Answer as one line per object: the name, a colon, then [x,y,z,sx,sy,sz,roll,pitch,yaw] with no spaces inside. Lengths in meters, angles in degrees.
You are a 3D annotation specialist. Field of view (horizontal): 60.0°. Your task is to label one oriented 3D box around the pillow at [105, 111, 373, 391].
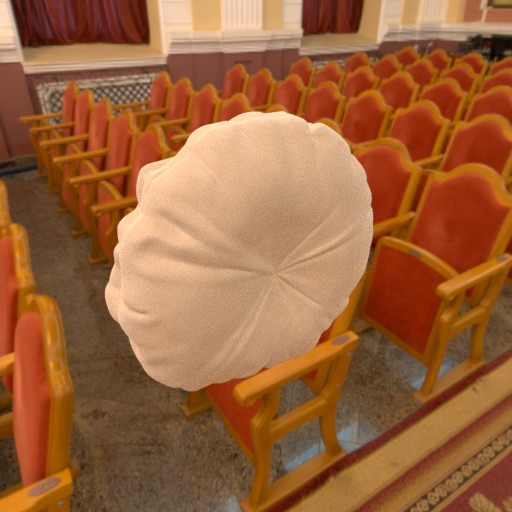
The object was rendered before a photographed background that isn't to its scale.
pillow: [0.000,0.000,0.650,0.428,0.407,0.148,-17,34,-28]
